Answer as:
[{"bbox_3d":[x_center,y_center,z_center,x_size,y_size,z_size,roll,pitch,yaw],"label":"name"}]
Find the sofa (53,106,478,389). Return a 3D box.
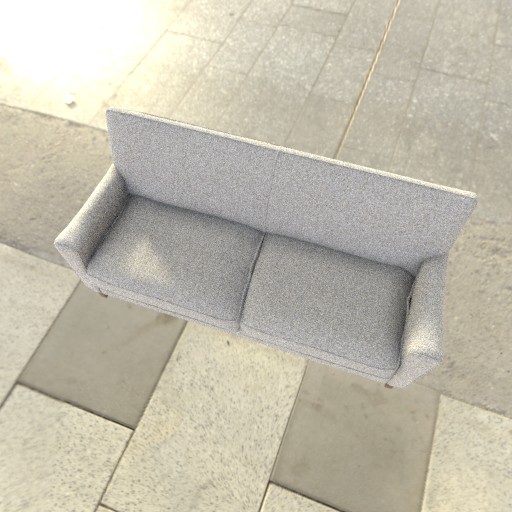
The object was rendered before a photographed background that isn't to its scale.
[{"bbox_3d":[0.000,0.000,2.485,2.026,0.942,0.854,16,60,9],"label":"sofa"}]
